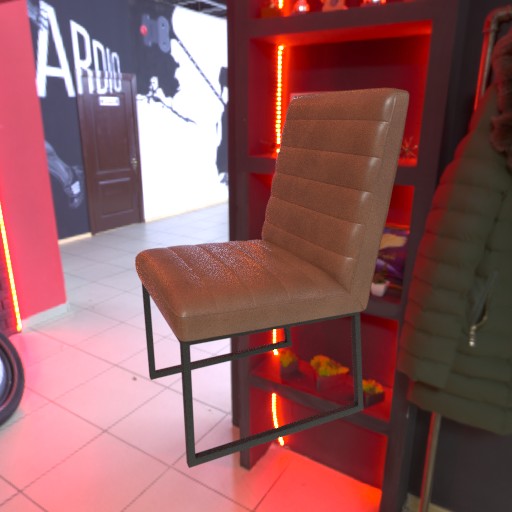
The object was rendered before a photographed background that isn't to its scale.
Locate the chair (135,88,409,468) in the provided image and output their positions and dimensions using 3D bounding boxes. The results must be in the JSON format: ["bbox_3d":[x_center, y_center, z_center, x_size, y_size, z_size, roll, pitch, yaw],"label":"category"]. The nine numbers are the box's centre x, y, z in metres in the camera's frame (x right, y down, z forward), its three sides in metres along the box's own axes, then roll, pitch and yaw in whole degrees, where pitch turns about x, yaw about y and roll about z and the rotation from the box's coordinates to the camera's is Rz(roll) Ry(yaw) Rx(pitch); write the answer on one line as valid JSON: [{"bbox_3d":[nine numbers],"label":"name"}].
[{"bbox_3d":[0.000,0.000,1.318,0.634,0.930,0.520,-8,19,-24],"label":"chair"}]
